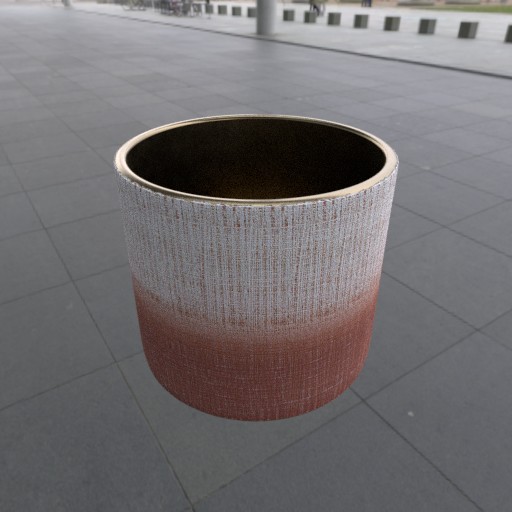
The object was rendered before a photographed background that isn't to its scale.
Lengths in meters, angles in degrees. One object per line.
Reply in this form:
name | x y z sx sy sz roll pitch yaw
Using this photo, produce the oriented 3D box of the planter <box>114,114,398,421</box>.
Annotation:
planter | 0.000 0.000 0.400 0.221 0.201 0.221 0 31 0
